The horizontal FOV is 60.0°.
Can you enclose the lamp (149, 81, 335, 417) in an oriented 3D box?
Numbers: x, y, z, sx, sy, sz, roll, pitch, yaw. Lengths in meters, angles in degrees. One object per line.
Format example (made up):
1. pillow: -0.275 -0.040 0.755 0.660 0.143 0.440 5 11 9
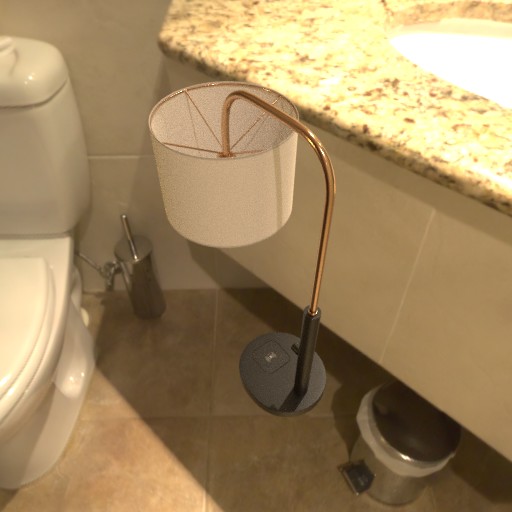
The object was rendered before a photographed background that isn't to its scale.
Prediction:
1. lamp: 0.000 0.000 0.712 0.199 0.540 0.337 -30 53 -25
